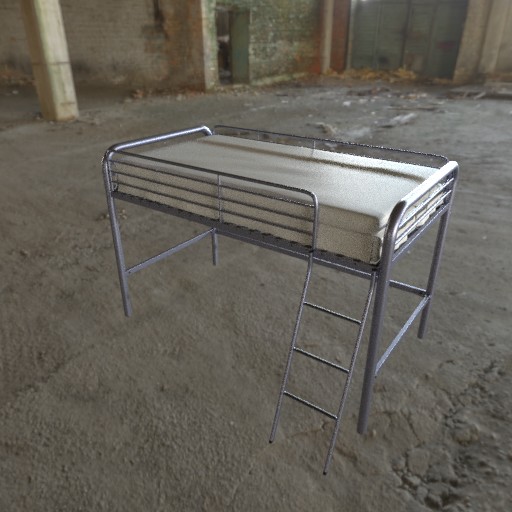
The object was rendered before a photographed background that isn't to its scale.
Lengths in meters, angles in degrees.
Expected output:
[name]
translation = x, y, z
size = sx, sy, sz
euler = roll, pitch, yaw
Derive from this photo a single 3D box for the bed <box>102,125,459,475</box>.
[bed]
translation = 0.000, 0.000, 2.874
size = 1.965, 1.288, 1.415
euler = 18, 32, 32
